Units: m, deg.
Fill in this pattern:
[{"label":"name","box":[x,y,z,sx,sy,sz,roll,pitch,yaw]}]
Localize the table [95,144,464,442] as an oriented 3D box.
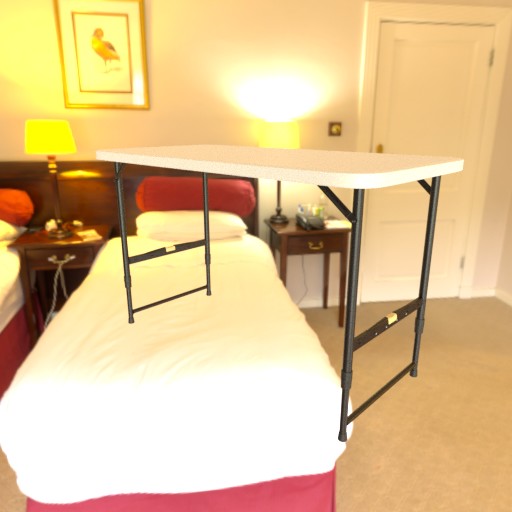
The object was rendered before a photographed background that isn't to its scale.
[{"label":"table","box":[0.000,0.000,1.629,1.219,0.737,0.610,15,23,41]}]
